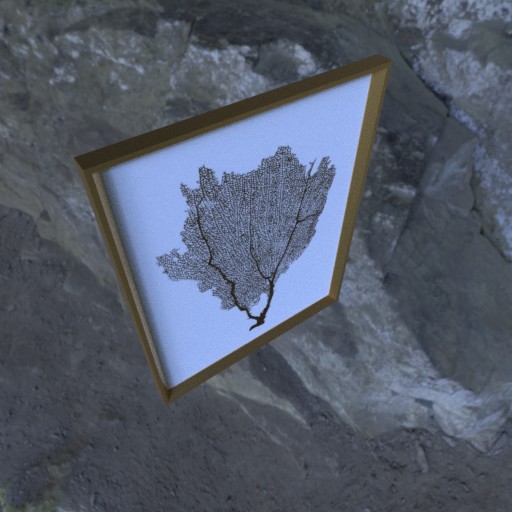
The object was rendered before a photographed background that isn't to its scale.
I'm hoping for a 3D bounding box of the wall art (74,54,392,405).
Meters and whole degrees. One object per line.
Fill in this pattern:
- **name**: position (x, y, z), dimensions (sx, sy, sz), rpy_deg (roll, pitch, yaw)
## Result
- **wall art**: position (0.000, 0.000, 1.022), dimensions (0.610, 0.762, 0.038), rpy_deg (-27, 53, -23)
